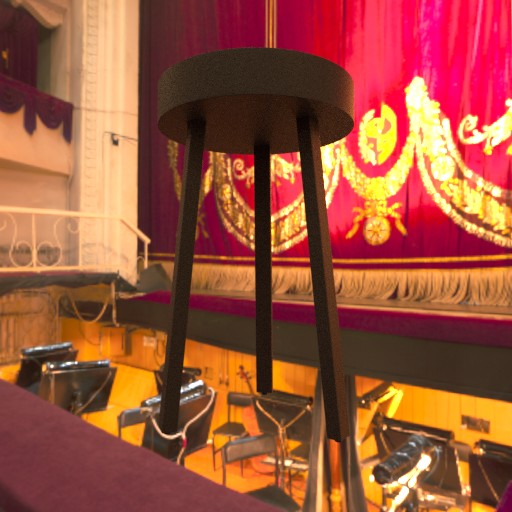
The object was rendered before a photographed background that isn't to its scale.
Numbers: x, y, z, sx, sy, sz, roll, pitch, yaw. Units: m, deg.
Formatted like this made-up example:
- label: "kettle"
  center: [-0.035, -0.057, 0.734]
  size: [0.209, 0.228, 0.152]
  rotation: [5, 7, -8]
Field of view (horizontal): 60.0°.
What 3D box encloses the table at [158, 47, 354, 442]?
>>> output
- label: "table"
  center: [0.000, 0.000, 0.933]
  size: [0.406, 0.686, 0.406]
  rotation: [-1, -1, 37]
